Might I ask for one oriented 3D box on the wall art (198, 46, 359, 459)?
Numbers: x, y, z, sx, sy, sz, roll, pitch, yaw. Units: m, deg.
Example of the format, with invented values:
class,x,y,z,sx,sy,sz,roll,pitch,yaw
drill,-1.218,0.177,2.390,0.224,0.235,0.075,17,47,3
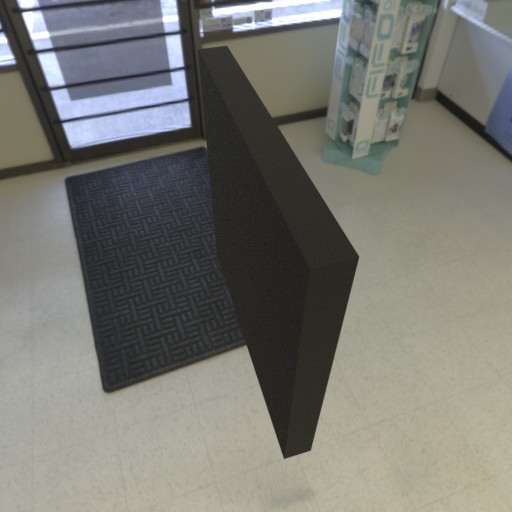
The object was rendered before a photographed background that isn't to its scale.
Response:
class,x,y,z,sx,sy,sz,roll,pitch,yaw
wall art,0.000,0.000,0.461,0.030,0.305,0.308,-12,48,-11
